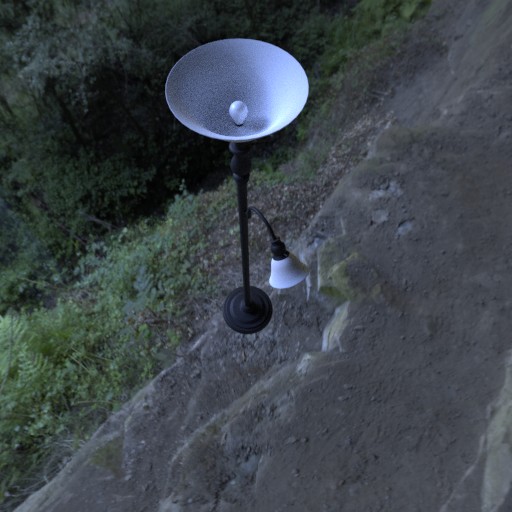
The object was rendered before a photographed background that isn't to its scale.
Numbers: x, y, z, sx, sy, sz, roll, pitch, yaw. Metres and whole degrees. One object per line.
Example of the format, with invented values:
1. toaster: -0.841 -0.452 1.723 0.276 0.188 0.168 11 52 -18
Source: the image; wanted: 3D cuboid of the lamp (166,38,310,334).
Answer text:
1. lamp: 0.000 0.000 2.014 0.405 1.793 0.588 -32 67 -16
